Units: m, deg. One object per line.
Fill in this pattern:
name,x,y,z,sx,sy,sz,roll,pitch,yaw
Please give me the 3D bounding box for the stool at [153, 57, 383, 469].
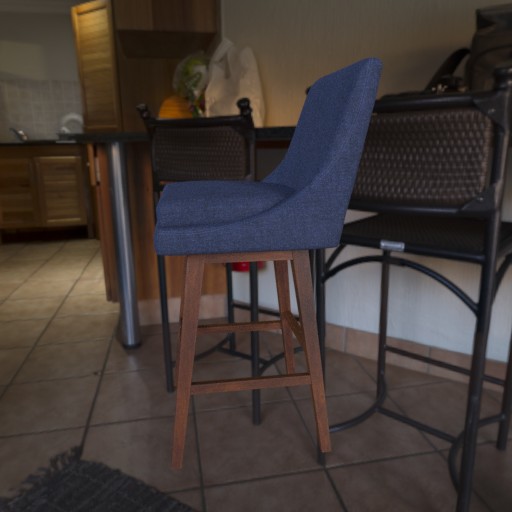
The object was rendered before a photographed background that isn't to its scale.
stool,0.000,0.000,1.342,0.572,1.068,0.489,-2,15,-9
